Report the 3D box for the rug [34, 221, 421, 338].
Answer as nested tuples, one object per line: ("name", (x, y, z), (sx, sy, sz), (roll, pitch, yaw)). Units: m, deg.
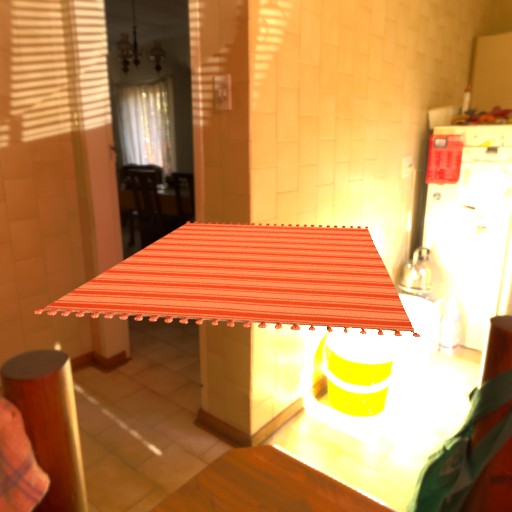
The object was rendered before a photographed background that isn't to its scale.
("rug", (0.000, 0.000, 4.342), (2.451, 0.035, 3.369), (2, 15, 8))
